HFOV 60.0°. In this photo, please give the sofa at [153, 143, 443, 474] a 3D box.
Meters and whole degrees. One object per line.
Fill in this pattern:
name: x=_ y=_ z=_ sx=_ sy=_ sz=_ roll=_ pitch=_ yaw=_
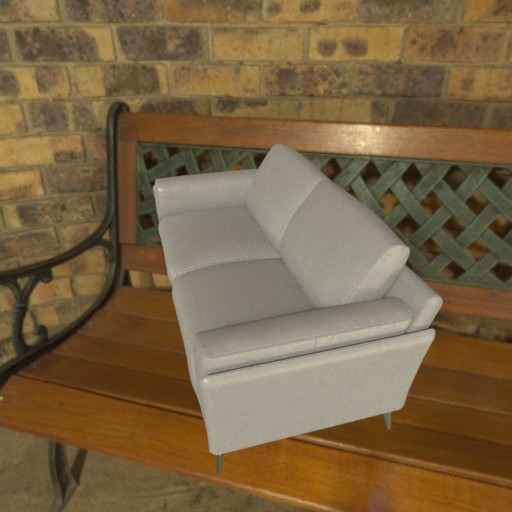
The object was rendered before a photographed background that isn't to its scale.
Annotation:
sofa: x=0.000 y=0.000 z=2.666 sx=1.049 sy=0.930 sz=2.101 roll=-8 pitch=31 yaw=-14
